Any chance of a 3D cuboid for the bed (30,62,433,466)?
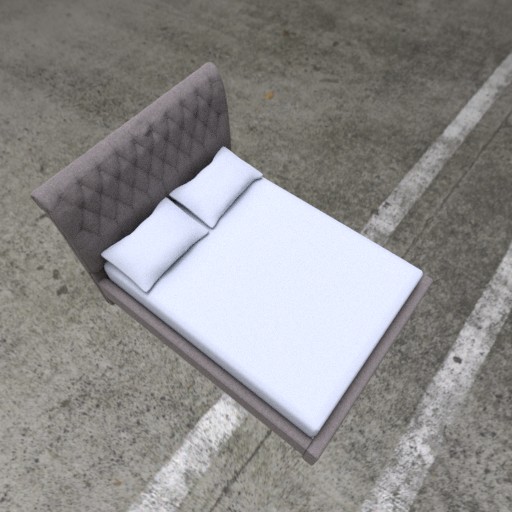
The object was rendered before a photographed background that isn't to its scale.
[{"bbox_3d":[0.000,0.000,3.242,2.252,1.371,1.645,34,64,19],"label":"bed"}]
